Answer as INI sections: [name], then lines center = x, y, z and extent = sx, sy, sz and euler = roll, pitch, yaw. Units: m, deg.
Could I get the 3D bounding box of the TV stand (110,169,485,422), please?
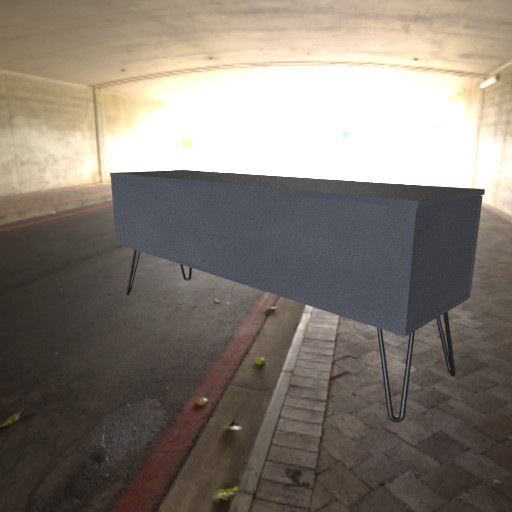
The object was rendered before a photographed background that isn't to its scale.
[TV stand]
center = 0.000, 0.000, 1.630
extent = 0.400, 0.560, 1.400
euler = -13, 19, -43
